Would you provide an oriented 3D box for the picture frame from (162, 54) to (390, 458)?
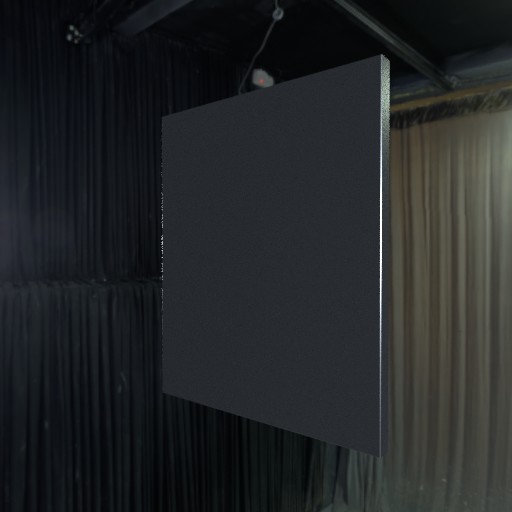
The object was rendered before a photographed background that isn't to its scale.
[{"bbox_3d":[0.000,0.000,0.763,0.460,0.556,0.028,1,1,38],"label":"picture frame"}]
